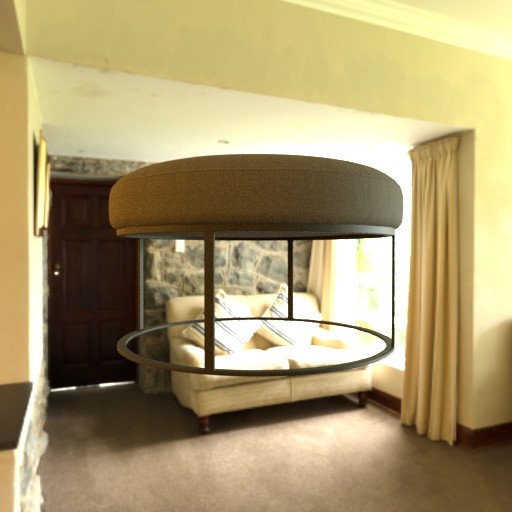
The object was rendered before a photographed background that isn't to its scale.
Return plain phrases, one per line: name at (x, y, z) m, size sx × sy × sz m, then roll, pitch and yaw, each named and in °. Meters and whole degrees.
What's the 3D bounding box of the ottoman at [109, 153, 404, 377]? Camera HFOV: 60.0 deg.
ottoman at (0.000, 0.000, 1.219) m, size 0.772 × 0.460 × 0.772 m, roll 0°, pitch 1°, yaw 0°
